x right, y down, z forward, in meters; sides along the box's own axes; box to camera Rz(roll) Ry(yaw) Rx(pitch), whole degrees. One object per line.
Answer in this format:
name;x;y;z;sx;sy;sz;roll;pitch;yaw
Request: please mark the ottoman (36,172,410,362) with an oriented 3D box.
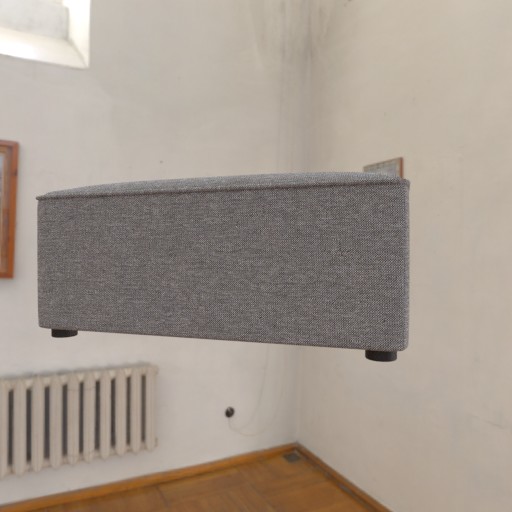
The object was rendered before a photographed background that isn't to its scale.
ottoman;0.000;0.000;1.556;1.005;0.455;1.005;0;1;18
